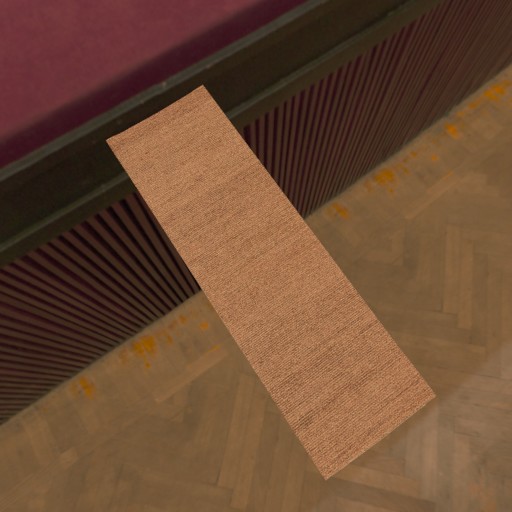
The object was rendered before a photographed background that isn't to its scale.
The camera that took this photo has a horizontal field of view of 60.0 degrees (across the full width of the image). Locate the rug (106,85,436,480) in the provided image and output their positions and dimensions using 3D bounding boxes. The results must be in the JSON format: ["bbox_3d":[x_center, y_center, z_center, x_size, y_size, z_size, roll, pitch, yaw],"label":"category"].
[{"bbox_3d":[0.000,0.000,2.607,0.741,0.014,2.390,-32,75,-9],"label":"rug"}]
